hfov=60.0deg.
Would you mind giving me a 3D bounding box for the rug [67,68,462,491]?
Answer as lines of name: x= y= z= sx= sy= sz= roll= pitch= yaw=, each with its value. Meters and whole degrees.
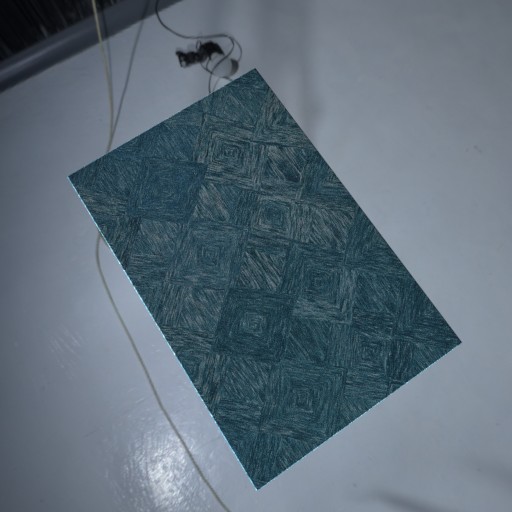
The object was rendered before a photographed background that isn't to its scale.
rug: x=0.000 y=0.000 z=2.807 sx=1.490 sy=0.015 sz=2.277 roll=-33 pitch=79 yaw=-7
